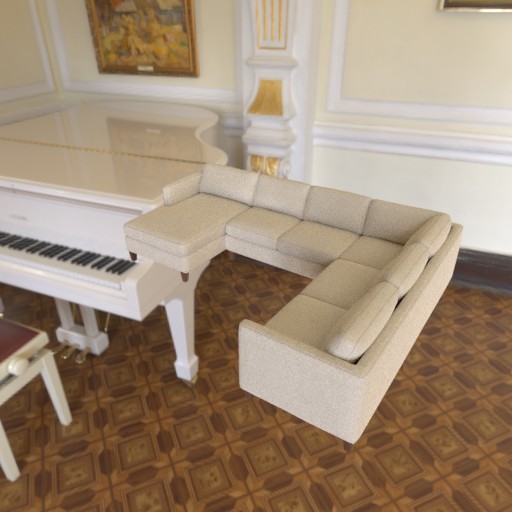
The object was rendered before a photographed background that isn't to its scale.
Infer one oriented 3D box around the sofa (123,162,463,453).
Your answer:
[{"bbox_3d":[0.000,0.000,4.334,3.238,0.853,2.551,19,34,30],"label":"sofa"}]
